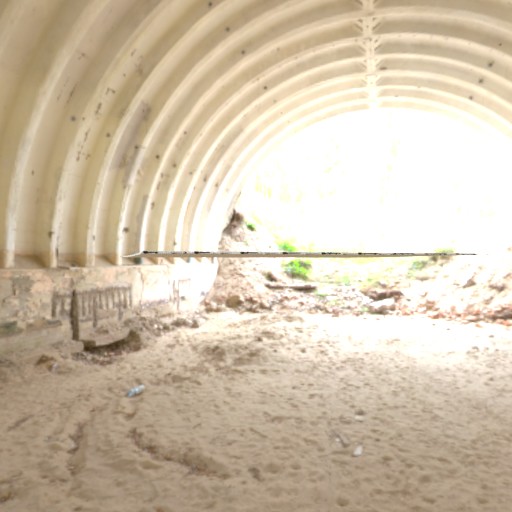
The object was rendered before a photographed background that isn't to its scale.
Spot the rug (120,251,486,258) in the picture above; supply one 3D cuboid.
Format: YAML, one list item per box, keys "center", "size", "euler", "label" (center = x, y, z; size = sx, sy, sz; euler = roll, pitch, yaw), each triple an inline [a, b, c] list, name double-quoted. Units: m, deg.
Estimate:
- center: [0.000, 0.000, 4.187]
  size: [2.342, 0.026, 3.221]
  euler: [0, -1, -19]
  label: "rug"
